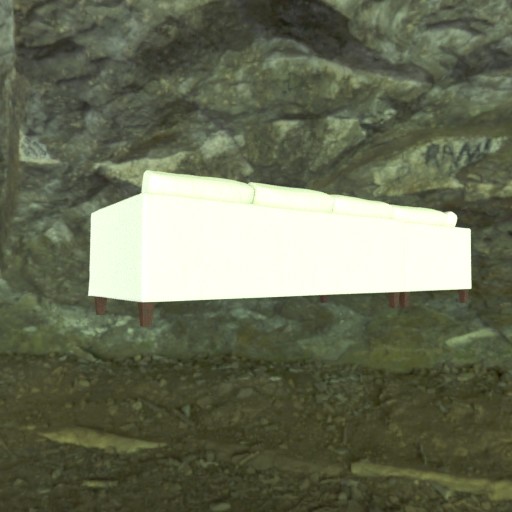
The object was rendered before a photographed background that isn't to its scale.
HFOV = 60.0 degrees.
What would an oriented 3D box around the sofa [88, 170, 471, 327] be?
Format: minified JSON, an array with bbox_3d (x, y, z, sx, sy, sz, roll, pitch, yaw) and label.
[{"bbox_3d":[0.000,0.000,4.125,3.182,0.863,2.432,2,-3,-36],"label":"sofa"}]
